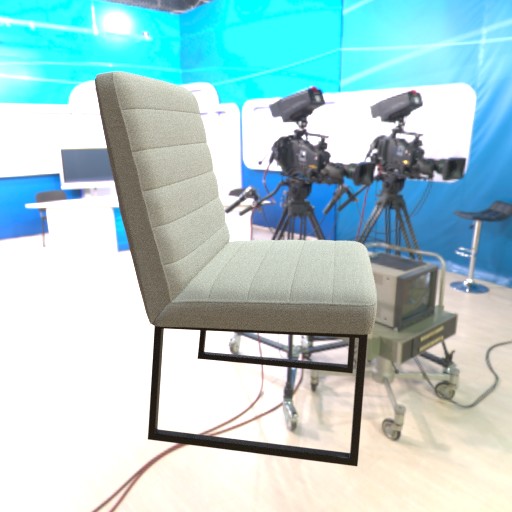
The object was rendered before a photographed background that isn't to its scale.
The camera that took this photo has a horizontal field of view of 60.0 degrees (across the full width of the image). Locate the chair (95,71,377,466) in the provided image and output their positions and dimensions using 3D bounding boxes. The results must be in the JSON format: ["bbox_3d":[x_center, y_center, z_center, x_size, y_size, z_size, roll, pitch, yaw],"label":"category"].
[{"bbox_3d":[0.000,0.000,1.244,0.634,0.930,0.520,3,16,10],"label":"chair"}]
